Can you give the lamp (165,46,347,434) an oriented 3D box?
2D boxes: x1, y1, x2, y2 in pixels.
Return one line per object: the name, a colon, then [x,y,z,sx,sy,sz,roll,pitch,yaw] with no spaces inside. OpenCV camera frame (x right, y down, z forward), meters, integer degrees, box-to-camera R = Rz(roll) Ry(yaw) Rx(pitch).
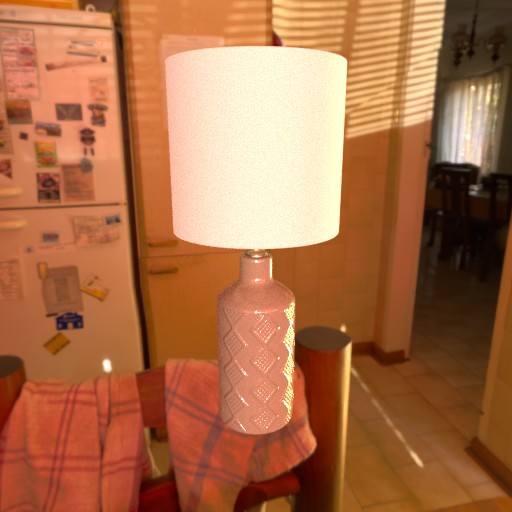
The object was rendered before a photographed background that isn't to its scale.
lamp: [0.000,0.000,0.572,0.207,0.461,0.207,-14,20,-41]
